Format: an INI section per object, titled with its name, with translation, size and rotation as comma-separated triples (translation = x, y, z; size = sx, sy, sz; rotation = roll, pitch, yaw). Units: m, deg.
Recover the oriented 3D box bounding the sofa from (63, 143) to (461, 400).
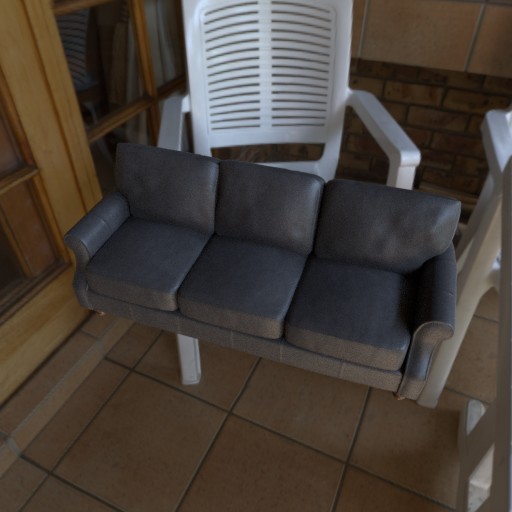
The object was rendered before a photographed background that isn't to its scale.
[sofa]
translation = 0.000, 0.000, 2.838
size = 2.387, 0.977, 0.974
rotation = 13, 42, 14
